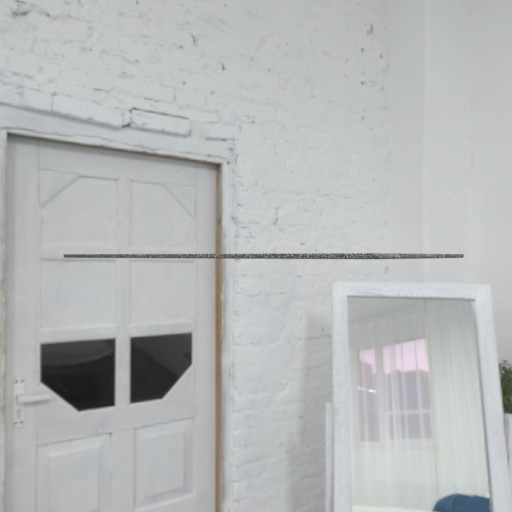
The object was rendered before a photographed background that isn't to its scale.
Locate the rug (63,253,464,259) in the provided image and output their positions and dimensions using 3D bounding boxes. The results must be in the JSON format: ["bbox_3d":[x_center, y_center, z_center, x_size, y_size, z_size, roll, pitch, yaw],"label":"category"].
[{"bbox_3d":[0.000,0.000,3.068,2.352,0.025,1.501,0,0,37],"label":"rug"}]
